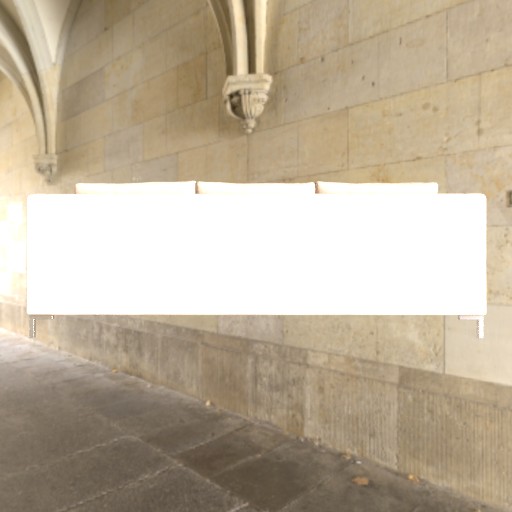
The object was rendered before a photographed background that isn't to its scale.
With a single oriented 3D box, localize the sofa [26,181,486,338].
[{"bbox_3d":[0.000,0.000,2.800,2.415,0.867,0.969,0,0,1],"label":"sofa"}]
